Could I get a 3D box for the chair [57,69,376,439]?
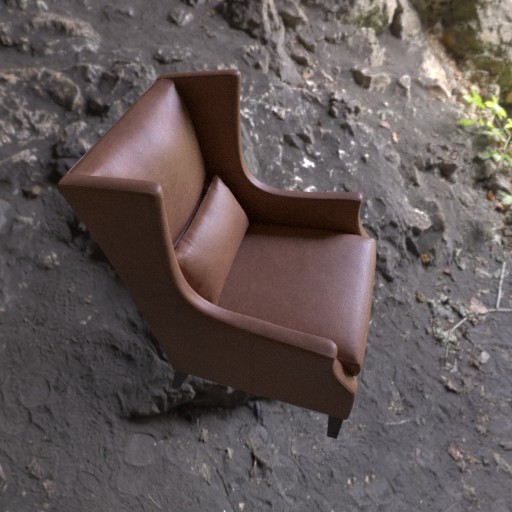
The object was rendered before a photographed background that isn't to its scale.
[{"bbox_3d":[0.000,0.000,1.681,0.913,1.088,0.815,11,47,10],"label":"chair"}]
